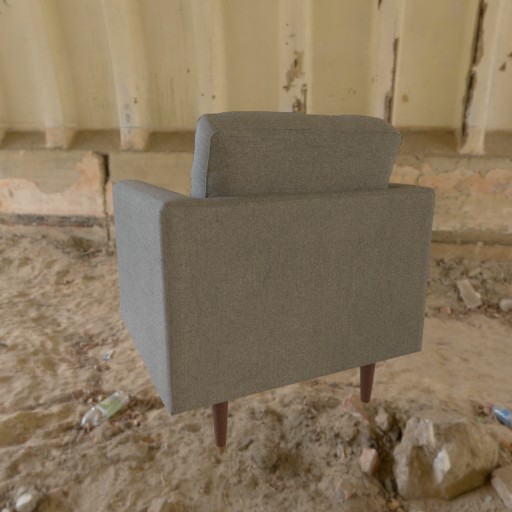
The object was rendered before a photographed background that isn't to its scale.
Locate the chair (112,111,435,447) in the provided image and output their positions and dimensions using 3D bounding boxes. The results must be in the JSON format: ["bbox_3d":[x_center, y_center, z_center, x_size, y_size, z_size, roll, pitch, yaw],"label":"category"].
[{"bbox_3d":[0.000,0.000,1.554,0.855,0.927,0.800,-7,15,-25],"label":"chair"}]
